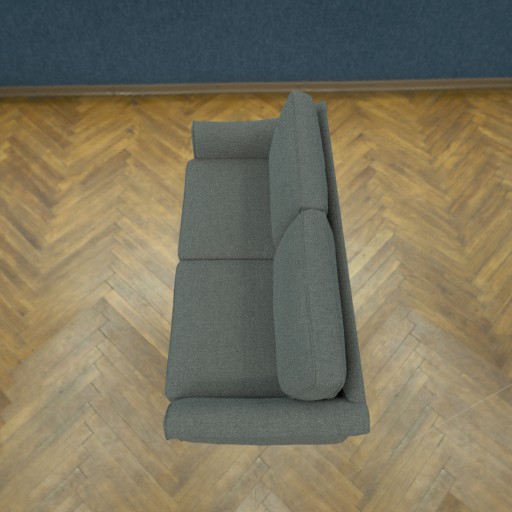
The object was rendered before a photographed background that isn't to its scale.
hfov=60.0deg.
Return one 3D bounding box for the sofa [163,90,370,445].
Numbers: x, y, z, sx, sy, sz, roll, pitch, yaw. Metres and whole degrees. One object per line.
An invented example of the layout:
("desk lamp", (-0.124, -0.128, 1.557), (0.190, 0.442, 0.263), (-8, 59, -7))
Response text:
("sofa", (0.000, 0.000, 2.773), (1.013, 0.976, 2.203), (0, 58, 0))
